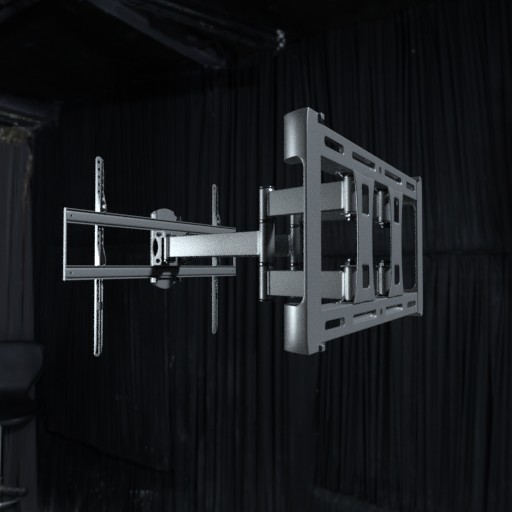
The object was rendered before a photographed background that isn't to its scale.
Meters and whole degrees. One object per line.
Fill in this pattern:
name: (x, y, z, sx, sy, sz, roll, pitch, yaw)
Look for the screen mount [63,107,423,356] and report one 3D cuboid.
screen mount: (0.000, 0.000, 1.096, 0.644, 0.491, 0.661, -1, -2, 34)
